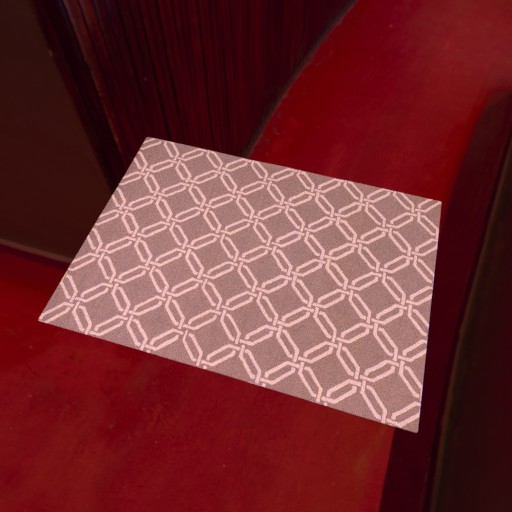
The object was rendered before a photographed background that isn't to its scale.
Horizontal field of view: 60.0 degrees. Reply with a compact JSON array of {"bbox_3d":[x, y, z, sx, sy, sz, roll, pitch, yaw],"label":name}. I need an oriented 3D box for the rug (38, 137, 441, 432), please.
[{"bbox_3d":[0.000,0.000,4.384,3.419,0.020,2.441,14,60,9],"label":"rug"}]
